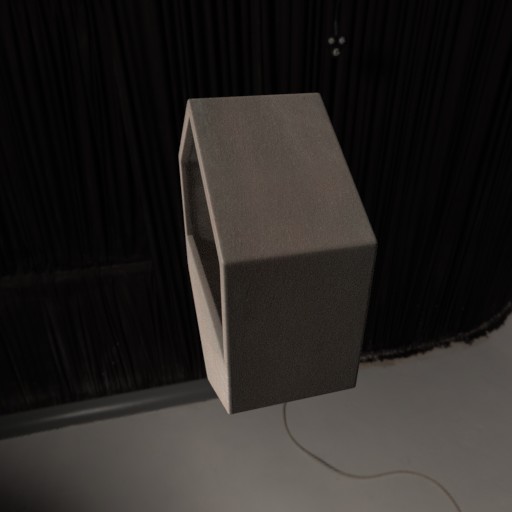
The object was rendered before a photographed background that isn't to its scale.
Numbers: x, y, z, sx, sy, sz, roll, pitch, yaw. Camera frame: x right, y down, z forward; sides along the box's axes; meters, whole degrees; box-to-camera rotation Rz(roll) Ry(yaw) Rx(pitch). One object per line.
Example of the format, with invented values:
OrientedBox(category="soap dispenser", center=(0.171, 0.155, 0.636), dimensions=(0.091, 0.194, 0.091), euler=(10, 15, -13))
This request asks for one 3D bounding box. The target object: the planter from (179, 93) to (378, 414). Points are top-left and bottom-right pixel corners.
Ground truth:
OrientedBox(category="planter", center=(0.000, 0.000, 0.299), dimensions=(0.077, 0.206, 0.169), euler=(-8, 31, -13))
